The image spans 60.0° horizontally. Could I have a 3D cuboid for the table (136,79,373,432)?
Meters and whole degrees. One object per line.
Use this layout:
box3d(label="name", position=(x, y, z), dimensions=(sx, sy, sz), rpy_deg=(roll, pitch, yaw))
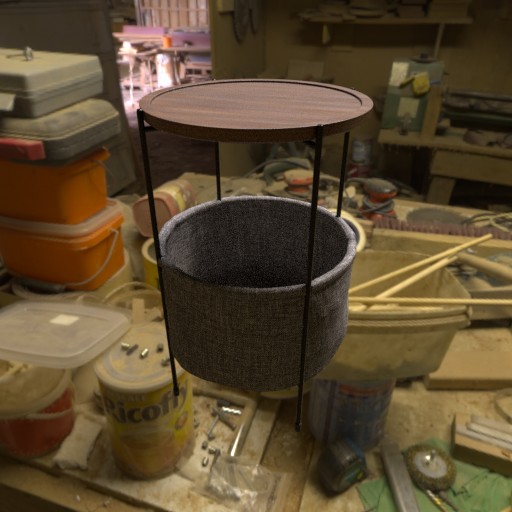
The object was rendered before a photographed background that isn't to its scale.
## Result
box3d(label="table", position=(0.000, 0.000, 0.907), dimensions=(0.400, 0.623, 0.400), rpy_deg=(10, 32, 16))
